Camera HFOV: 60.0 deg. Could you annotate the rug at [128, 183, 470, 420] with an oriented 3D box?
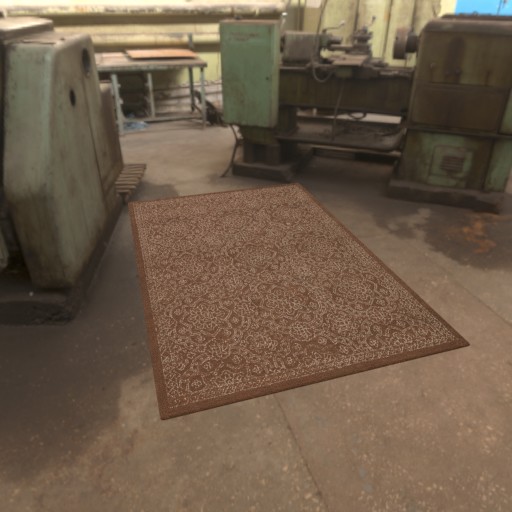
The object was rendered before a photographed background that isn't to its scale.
[{"bbox_3d":[0.000,0.000,2.352,1.219,0.010,1.829,-9,32,-15],"label":"rug"}]
